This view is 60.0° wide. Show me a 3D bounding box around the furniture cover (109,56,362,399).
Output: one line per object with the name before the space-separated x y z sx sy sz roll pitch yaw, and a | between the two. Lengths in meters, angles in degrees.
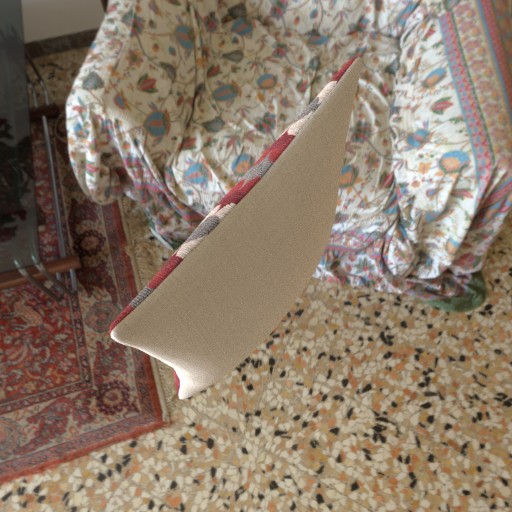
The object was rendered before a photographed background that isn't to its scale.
furniture cover | 0.000 0.000 0.648 0.145 0.420 0.435 34 69 15
